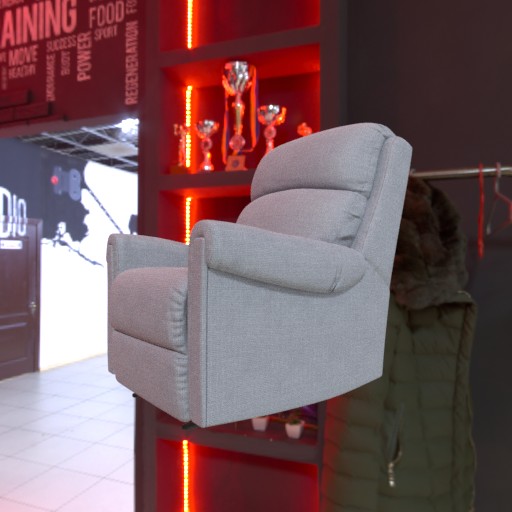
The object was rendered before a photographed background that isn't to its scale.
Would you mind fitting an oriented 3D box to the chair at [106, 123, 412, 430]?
[{"bbox_3d":[0.000,0.000,1.742,1.014,1.054,0.838,0,-1,-37],"label":"chair"}]
